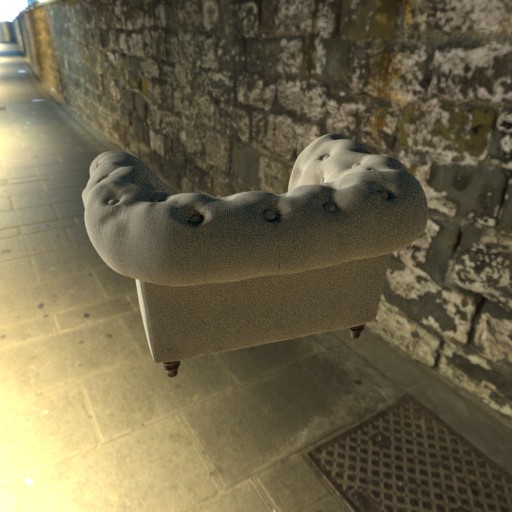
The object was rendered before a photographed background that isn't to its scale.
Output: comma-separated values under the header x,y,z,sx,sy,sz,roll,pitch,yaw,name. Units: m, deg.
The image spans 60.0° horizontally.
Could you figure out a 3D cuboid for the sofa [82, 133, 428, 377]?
x,y,z,sx,sy,sz,roll,pitch,yaw,name
0.000,0.000,2.033,1.405,0.878,1.034,-8,28,-16,sofa
